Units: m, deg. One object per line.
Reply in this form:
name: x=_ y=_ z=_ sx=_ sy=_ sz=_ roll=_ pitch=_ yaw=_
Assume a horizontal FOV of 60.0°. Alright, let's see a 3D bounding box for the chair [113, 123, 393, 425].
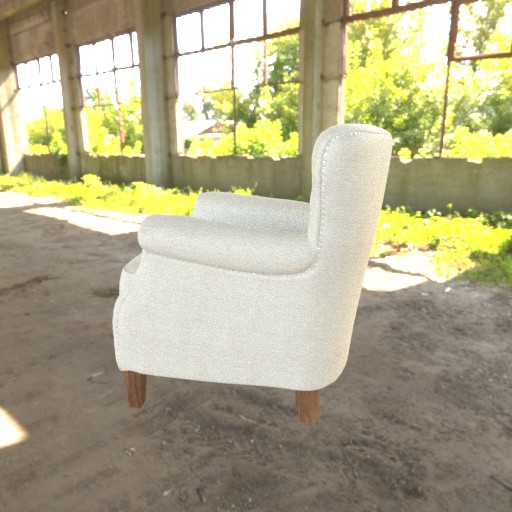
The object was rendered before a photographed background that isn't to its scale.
chair: x=0.000 y=0.000 z=1.679 sx=0.921 sy=0.936 sz=0.861 roll=2 pitch=14 yaw=7
